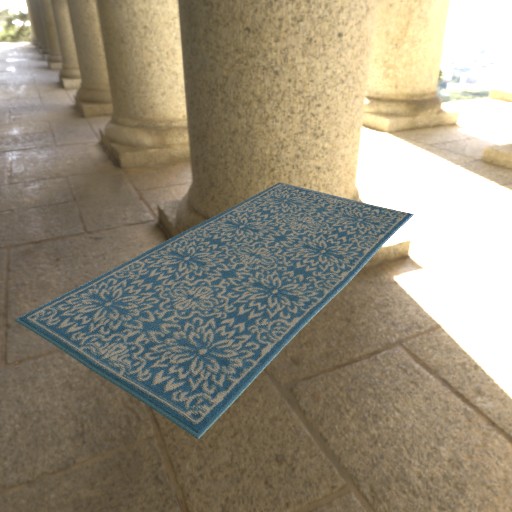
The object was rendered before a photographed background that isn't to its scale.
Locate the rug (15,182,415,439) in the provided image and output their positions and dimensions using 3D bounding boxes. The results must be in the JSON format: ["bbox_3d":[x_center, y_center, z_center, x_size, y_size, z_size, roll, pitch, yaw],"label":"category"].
[{"bbox_3d":[0.000,0.000,1.379,0.604,0.007,1.219,19,34,30],"label":"rug"}]
